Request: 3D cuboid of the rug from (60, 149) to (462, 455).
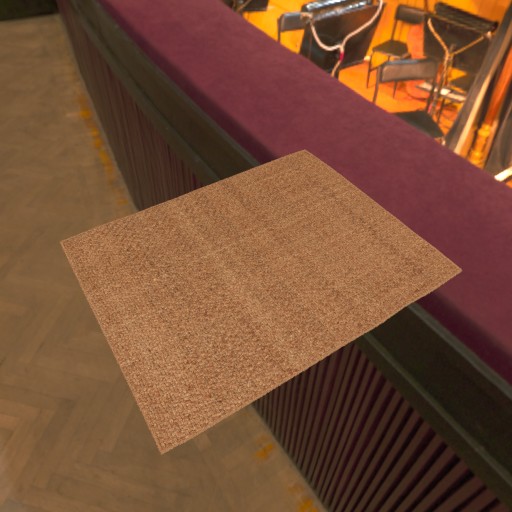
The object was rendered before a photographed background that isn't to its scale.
[{"bbox_3d":[0.000,0.000,4.212,3.048,0.013,2.439,-25,51,-22],"label":"rug"}]
